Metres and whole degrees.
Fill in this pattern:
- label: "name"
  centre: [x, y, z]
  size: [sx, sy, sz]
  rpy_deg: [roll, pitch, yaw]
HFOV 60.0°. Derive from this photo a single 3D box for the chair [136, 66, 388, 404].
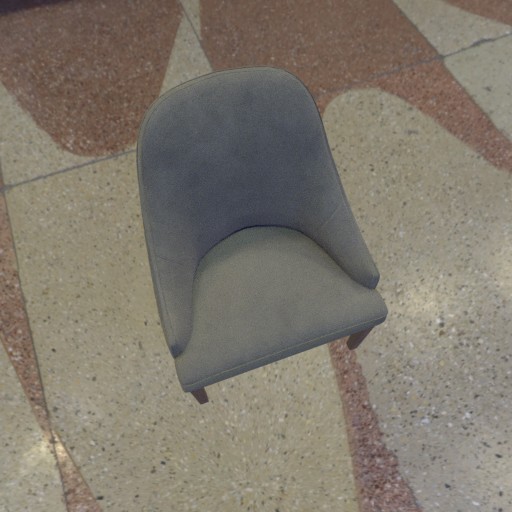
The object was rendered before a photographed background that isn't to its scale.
- label: "chair"
  centre: [0.000, 0.000, 1.316]
  size: [0.643, 0.889, 0.575]
  rpy_deg: [-18, 64, -9]
